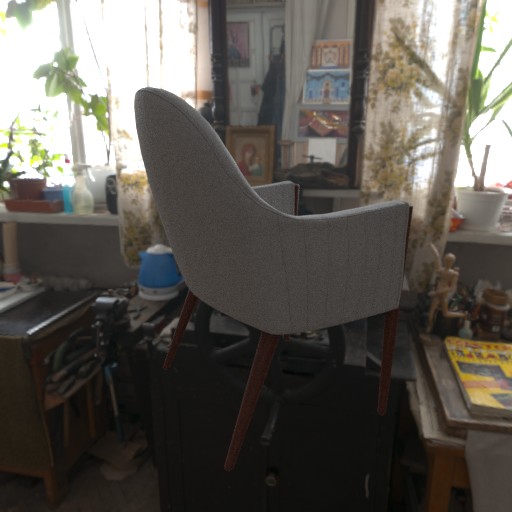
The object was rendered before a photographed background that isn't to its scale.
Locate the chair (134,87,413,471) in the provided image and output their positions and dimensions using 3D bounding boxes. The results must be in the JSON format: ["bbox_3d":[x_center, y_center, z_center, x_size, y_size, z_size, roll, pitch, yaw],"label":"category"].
[{"bbox_3d":[0.000,0.000,1.281,0.620,0.889,0.610,-8,17,-26],"label":"chair"}]
